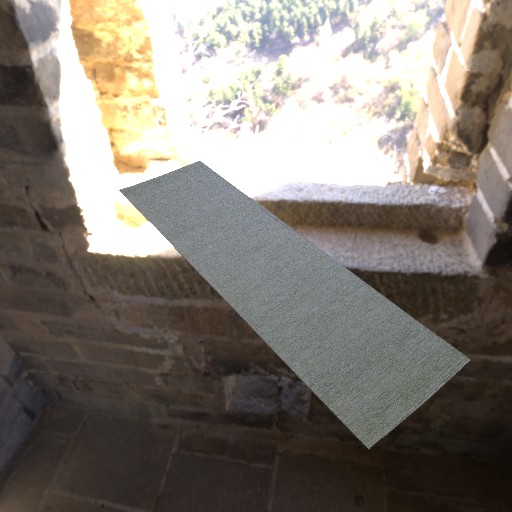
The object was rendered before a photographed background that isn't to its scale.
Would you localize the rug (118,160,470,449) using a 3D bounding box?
[{"bbox_3d":[0.000,0.000,2.560,0.686,0.013,2.340,-26,47,-27],"label":"rug"}]
